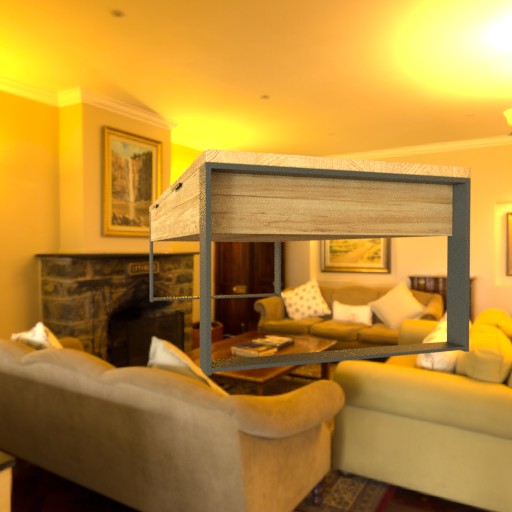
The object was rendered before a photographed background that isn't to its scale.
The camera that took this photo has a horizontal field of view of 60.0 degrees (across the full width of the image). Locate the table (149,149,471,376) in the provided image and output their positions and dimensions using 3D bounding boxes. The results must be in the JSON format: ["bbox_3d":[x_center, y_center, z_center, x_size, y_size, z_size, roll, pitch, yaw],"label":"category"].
[{"bbox_3d":[0.000,0.000,1.429,0.590,0.400,1.180,0,1,-18],"label":"table"}]
